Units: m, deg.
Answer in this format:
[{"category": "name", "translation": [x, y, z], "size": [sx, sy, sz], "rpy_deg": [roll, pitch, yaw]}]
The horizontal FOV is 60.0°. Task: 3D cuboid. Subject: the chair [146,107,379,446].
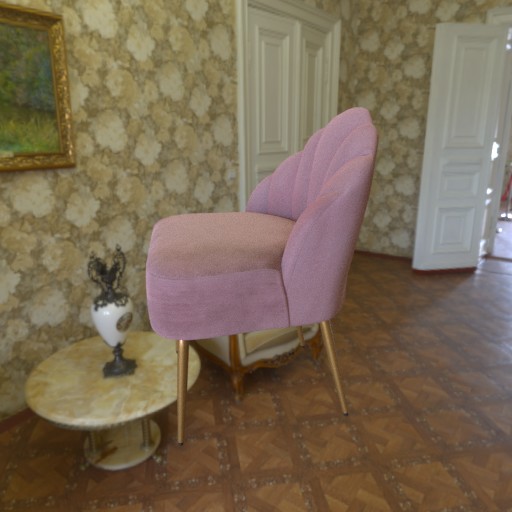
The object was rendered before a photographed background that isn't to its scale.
[{"category": "chair", "translation": [0.000, 0.000, 1.275], "size": [0.599, 0.819, 0.657], "rpy_deg": [-3, 15, -10]}]
